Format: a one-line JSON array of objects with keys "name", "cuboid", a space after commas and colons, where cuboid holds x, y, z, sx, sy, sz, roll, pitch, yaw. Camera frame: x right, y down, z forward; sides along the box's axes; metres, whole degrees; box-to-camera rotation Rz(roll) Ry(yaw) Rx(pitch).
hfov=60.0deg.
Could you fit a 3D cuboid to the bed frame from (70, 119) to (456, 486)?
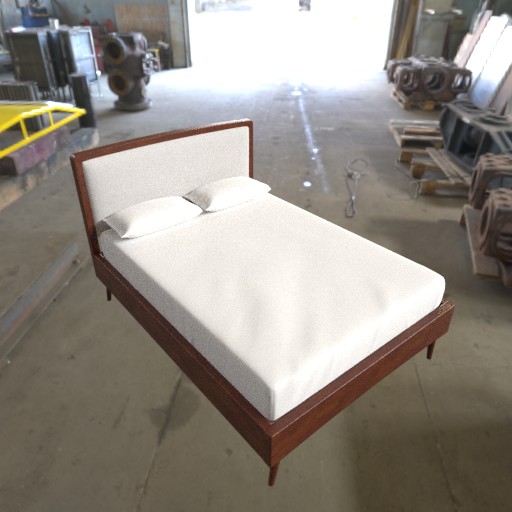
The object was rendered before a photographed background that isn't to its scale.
[{"name": "bed frame", "cuboid": [0.000, 0.000, 3.098, 1.587, 1.279, 2.171, -23, 38, -33]}]
